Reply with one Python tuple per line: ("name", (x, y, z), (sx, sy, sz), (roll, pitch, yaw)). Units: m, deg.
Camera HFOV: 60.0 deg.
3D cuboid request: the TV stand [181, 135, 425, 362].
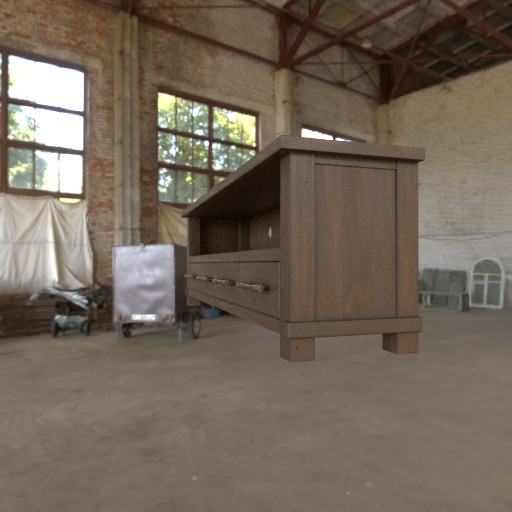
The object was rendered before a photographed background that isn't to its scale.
("TV stand", (0.000, 0.000, 2.134), (0.471, 0.615, 1.866), (0, -1, -18))
